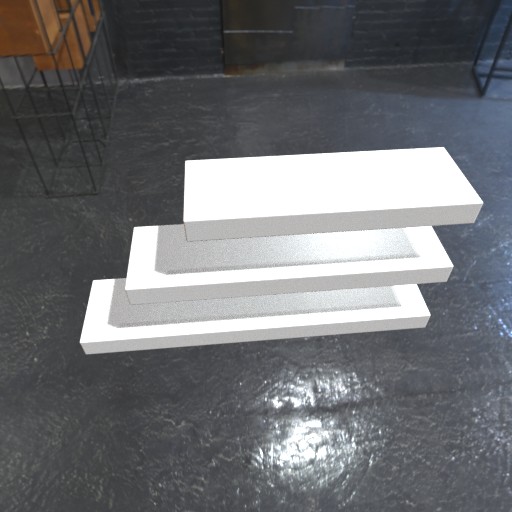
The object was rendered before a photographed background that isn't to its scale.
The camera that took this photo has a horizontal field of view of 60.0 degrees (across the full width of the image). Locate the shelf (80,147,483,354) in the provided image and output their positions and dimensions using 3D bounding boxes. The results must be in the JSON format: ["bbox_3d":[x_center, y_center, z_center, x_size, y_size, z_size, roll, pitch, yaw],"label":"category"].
[{"bbox_3d":[0.000,0.000,0.737,0.610,0.293,0.140,-4,46,-4],"label":"shelf"}]
